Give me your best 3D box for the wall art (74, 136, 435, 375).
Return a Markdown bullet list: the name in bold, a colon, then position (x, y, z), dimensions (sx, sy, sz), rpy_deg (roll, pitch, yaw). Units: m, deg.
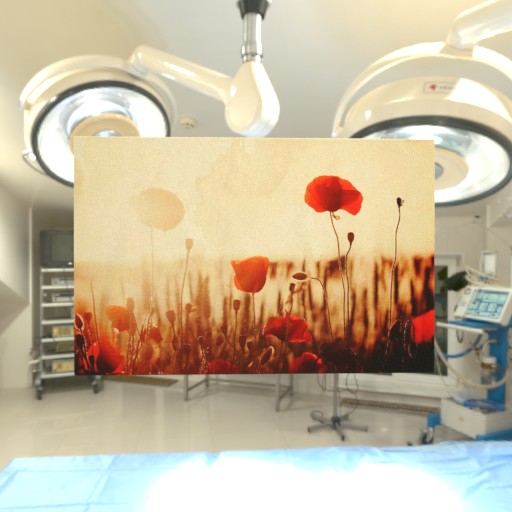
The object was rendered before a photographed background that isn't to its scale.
- **wall art**: position (0.000, 0.000, 0.487), dimensions (0.383, 0.251, 0.037), rpy_deg (0, 0, -2)
